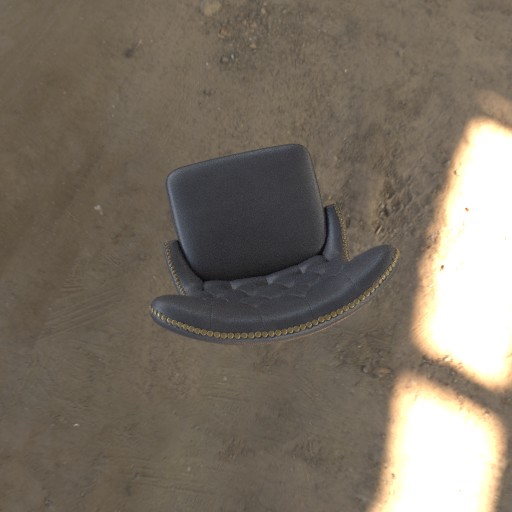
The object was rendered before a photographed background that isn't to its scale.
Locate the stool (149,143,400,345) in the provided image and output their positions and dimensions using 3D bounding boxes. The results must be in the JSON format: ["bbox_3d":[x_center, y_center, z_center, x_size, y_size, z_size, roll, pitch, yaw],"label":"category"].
[{"bbox_3d":[0.000,0.000,1.404,0.528,1.050,0.601,-13,76,-3],"label":"stool"}]
